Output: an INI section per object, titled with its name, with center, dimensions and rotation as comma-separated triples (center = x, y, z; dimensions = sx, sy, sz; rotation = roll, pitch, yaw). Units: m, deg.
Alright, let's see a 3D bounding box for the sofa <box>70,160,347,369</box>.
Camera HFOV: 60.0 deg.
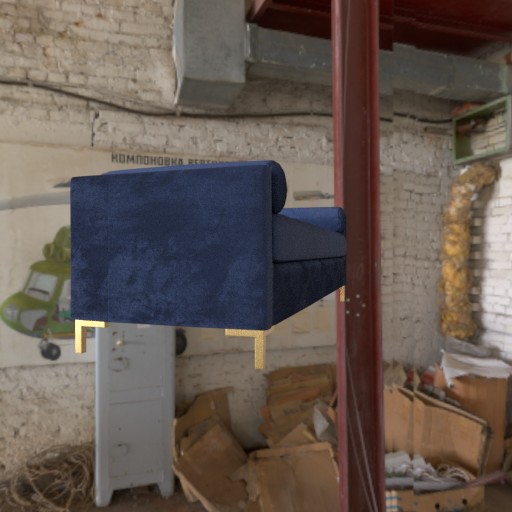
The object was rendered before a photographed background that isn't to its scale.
[sofa]
center = 0.000, 0.000, 2.503
dimensions = 0.796, 0.705, 2.102
rotation = 0, 1, 18
